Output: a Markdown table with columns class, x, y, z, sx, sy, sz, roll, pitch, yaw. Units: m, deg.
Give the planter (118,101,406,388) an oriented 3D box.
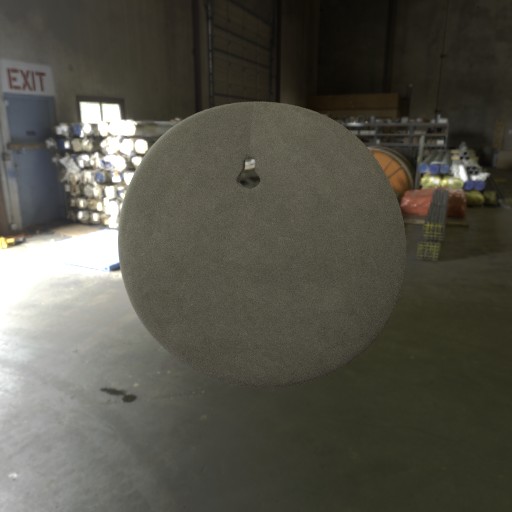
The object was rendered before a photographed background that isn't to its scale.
| class | x | y | z | sx | sy | sz | roll | pitch | yaw |
| --- | --- | --- | --- | --- | --- | --- | --- | --- | --- |
| planter | 0.000 | 0.000 | 0.285 | 0.185 | 0.188 | 0.071 | 3 | 17 | 8 |
